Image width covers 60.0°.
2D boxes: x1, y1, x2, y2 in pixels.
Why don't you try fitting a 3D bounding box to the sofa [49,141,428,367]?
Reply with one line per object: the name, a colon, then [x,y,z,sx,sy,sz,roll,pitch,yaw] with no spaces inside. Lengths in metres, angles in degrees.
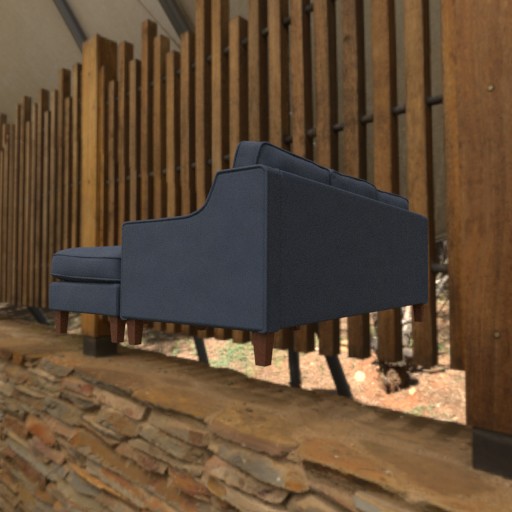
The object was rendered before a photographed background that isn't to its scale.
sofa: [0.000,0.000,3.360,1.858,1.066,2.317,-2,-2,38]
